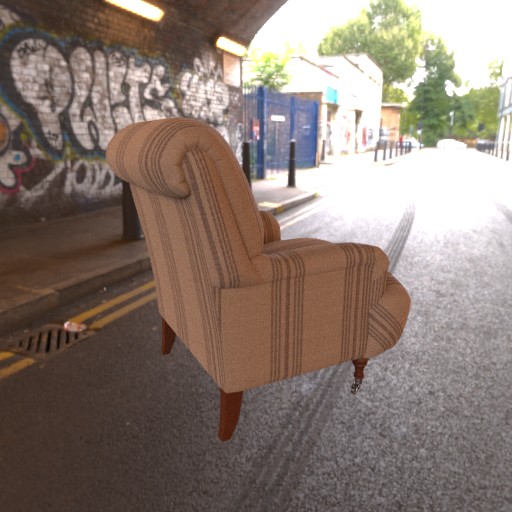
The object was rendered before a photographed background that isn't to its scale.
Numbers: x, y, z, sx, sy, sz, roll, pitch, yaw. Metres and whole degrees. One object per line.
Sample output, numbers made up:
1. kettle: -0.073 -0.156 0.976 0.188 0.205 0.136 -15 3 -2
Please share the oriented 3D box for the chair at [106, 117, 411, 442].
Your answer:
1. chair: 0.000 0.000 1.614 0.914 0.940 0.813 -8 17 -27
